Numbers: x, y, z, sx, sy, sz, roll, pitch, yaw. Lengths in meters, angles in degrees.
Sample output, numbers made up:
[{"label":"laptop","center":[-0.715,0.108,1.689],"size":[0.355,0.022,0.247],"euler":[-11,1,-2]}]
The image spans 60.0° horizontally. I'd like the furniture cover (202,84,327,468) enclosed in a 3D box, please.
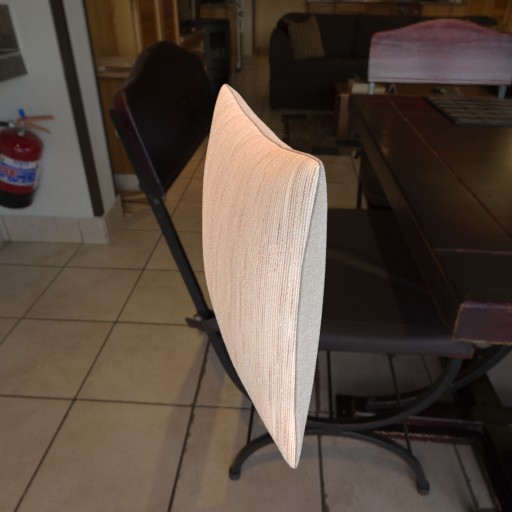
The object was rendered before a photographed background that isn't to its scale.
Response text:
[{"label":"furniture cover","center":[0.000,0.000,0.796],"size":[0.178,0.506,0.512],"euler":[-8,31,-13]}]
